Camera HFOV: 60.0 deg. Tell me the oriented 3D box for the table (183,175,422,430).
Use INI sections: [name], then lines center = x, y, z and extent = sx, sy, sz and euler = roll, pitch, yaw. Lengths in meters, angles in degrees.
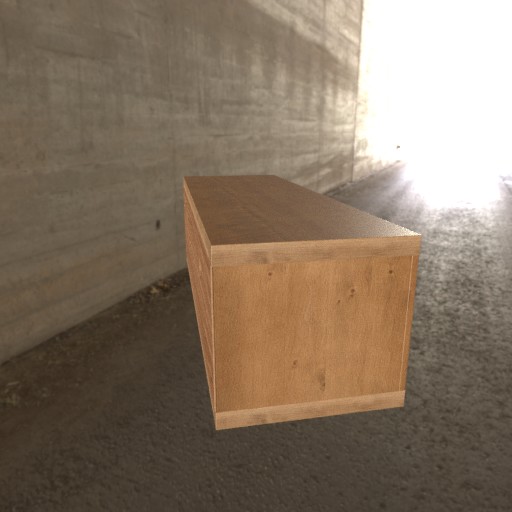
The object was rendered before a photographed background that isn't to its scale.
[table]
center = 0.000, 0.000, 1.770
extent = 0.499, 0.491, 1.499
euler = -3, 16, -11
